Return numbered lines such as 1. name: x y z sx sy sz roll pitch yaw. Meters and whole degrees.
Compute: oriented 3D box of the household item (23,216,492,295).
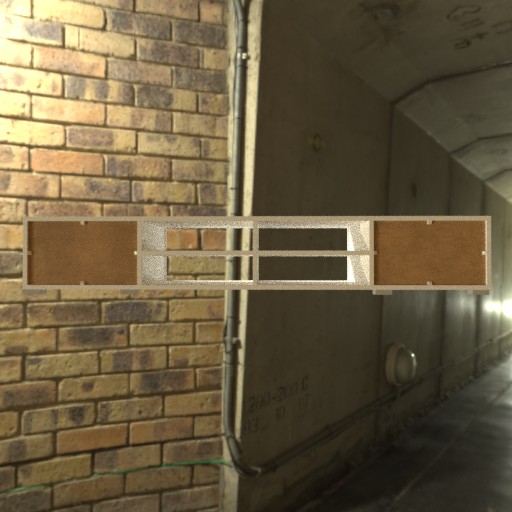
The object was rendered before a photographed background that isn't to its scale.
1. household item: 0.000 0.000 1.960 1.850 0.310 0.420 0 -1 1
